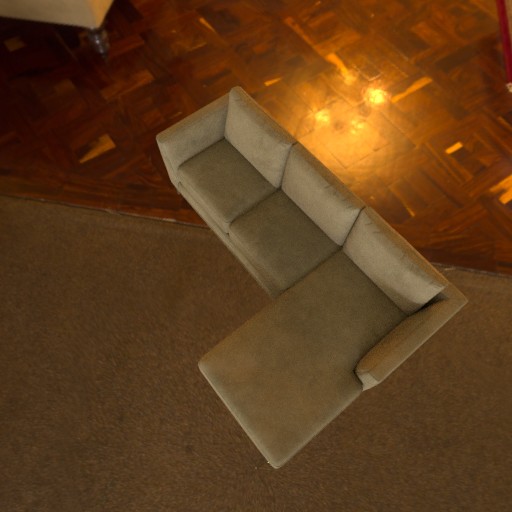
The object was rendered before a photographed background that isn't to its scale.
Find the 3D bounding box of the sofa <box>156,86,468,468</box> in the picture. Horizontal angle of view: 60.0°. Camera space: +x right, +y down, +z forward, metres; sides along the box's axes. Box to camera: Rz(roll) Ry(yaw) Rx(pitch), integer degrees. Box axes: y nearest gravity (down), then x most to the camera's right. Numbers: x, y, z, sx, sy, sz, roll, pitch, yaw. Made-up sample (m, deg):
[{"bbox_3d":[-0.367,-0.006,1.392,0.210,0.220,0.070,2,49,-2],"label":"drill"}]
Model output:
[{"bbox_3d":[0.000,0.000,3.299,1.622,0.987,2.438,-36,70,-16],"label":"sofa"}]
